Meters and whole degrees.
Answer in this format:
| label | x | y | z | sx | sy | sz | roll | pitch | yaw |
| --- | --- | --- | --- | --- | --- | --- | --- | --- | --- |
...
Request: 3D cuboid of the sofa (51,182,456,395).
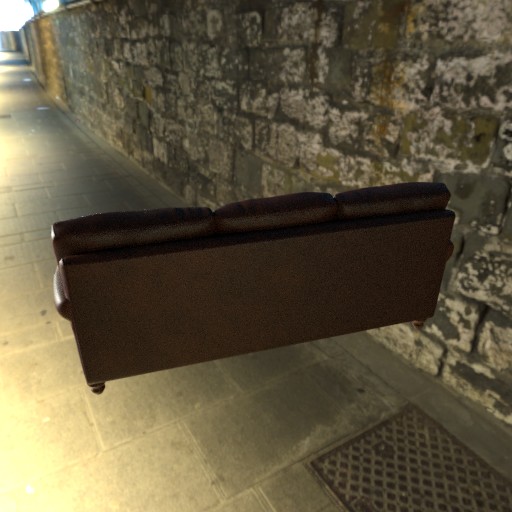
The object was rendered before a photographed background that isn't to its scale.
| label | x | y | z | sx | sy | sz | roll | pitch | yaw |
| --- | --- | --- | --- | --- | --- | --- | --- | --- | --- |
| sofa | 0.000 | 0.000 | 2.839 | 2.351 | 0.977 | 0.973 | -8 | 27 | -16 |
